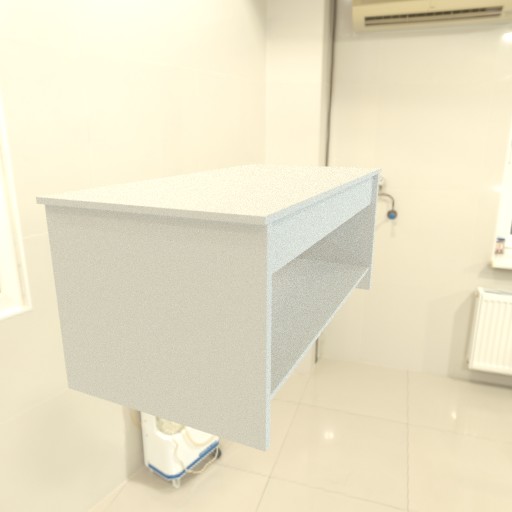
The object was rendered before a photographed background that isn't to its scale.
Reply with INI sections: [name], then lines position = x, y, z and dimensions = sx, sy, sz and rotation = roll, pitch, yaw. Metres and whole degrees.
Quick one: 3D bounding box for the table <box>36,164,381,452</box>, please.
[table]
position = 0.000, 0.000, 1.275
dimensions = 0.500, 0.441, 1.000
rotation = 7, 17, 24
